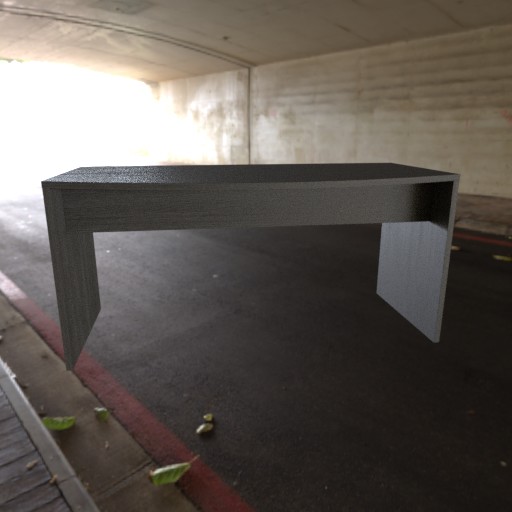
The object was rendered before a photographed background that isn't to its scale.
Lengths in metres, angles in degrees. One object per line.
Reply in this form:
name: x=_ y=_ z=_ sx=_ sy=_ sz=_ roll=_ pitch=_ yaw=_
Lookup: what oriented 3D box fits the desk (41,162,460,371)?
desk: x=0.000 y=0.000 z=1.999 sx=1.600 sy=0.750 sz=0.802 roll=-2 pitch=16 yaw=-8
